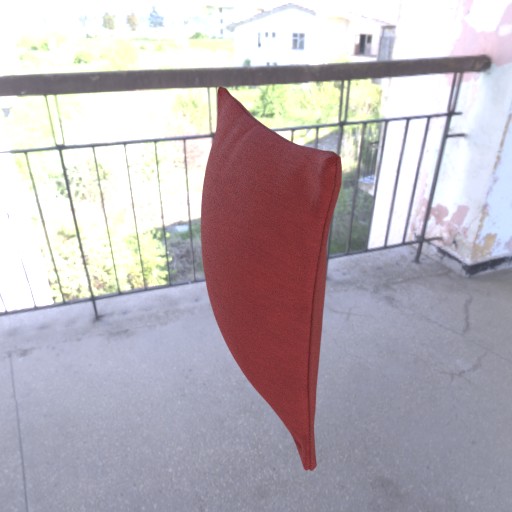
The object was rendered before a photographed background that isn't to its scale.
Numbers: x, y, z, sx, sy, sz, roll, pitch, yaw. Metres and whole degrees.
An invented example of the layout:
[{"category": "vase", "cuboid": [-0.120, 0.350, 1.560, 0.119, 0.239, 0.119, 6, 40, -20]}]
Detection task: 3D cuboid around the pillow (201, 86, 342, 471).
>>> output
[{"category": "pillow", "cuboid": [0.000, 0.000, 0.650, 0.151, 0.416, 0.435, -8, 30, -15]}]
